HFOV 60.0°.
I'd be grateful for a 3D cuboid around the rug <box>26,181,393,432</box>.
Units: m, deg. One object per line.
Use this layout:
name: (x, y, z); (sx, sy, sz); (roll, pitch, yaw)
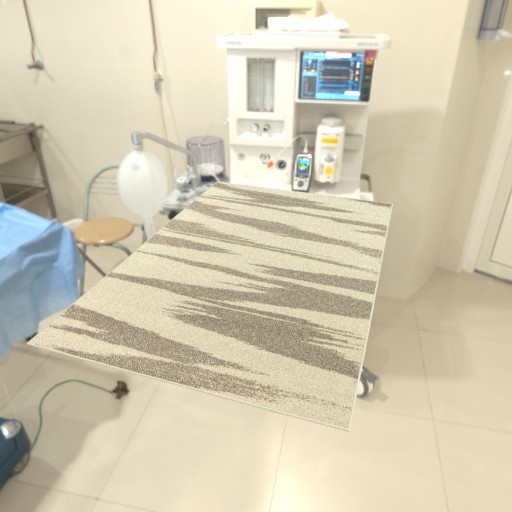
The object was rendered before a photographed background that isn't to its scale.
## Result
rug: (0.000, 0.000, 2.253); (1.225, 0.008, 1.827); (10, 31, 16)
